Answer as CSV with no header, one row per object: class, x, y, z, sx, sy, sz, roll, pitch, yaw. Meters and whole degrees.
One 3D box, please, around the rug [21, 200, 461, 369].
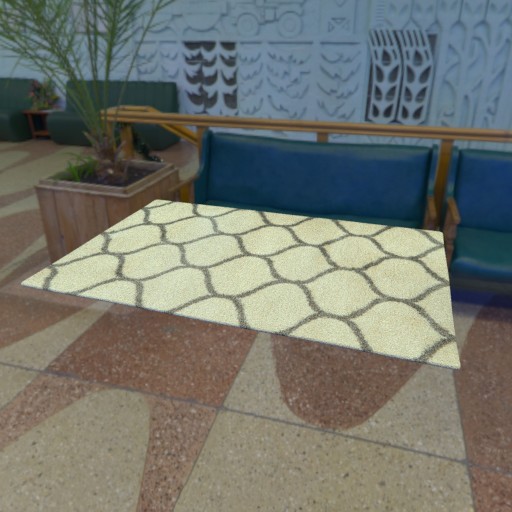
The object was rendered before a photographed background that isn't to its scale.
rug,0.000,0.000,3.319,2.701,0.026,1.801,8,27,16
